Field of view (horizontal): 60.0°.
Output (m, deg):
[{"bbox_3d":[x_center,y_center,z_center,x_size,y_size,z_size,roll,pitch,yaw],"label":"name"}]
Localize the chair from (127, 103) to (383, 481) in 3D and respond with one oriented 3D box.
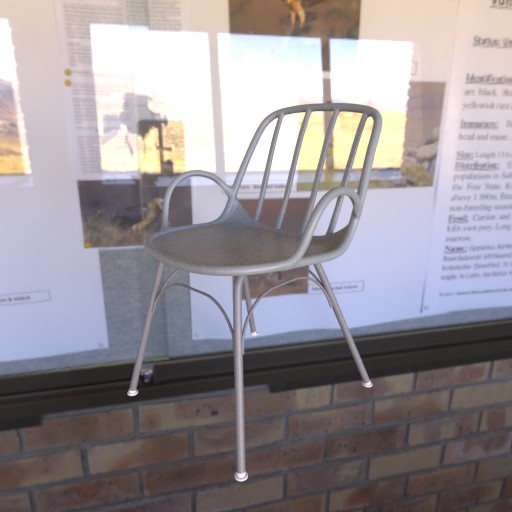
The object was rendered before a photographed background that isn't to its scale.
[{"bbox_3d":[0.000,0.000,1.226,0.549,0.816,0.597,16,23,42],"label":"chair"}]
